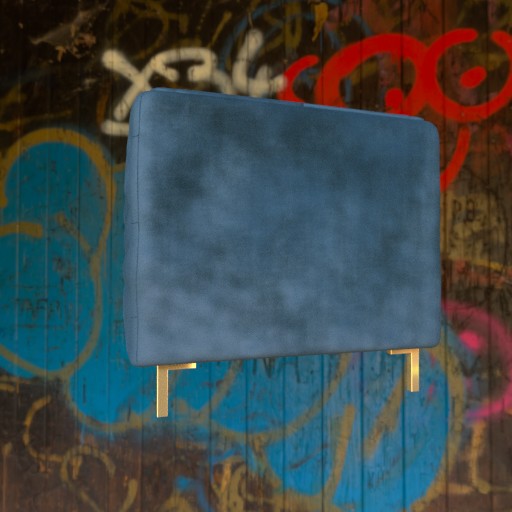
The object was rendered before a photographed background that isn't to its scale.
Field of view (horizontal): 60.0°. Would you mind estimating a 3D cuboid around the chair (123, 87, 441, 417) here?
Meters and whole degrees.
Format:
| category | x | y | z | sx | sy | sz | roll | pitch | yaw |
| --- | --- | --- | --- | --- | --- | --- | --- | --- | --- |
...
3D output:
| category | x | y | z | sx | sy | sz | roll | pitch | yaw |
| --- | --- | --- | --- | --- | --- | --- | --- | --- | --- |
| chair | 0.000 | 0.000 | 1.518 | 0.868 | 0.771 | 0.877 | 0 | -1 | -17 |
